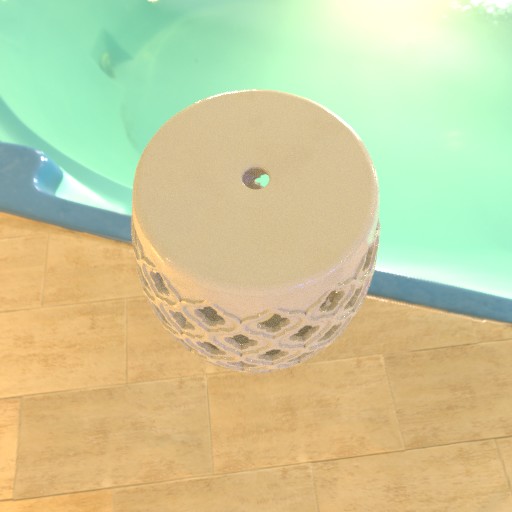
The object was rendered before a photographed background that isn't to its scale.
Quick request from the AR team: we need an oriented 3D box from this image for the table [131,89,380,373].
[{"bbox_3d":[0.000,0.000,0.641,0.325,0.388,0.325,0,65,0],"label":"table"}]
